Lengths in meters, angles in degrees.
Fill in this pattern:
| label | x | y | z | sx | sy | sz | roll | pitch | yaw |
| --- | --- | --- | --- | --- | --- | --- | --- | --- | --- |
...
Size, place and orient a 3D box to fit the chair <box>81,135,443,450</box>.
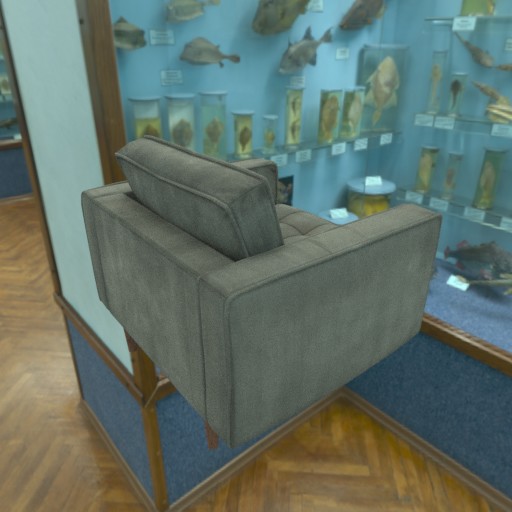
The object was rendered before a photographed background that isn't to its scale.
| label | x | y | z | sx | sy | sz | roll | pitch | yaw |
| --- | --- | --- | --- | --- | --- | --- | --- | --- | --- |
| chair | 0.000 | 0.000 | 1.501 | 0.843 | 0.773 | 0.928 | -19 | 32 | -33 |
